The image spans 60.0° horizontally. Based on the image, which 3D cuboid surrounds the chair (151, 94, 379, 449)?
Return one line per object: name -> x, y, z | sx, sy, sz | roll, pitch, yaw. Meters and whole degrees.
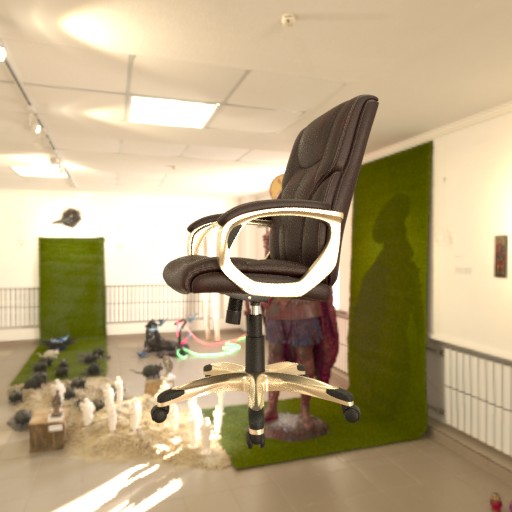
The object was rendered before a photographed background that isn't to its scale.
chair -> 0.000, 0.000, 1.590 | 0.739, 1.107, 0.662 | 0, 1, -19
